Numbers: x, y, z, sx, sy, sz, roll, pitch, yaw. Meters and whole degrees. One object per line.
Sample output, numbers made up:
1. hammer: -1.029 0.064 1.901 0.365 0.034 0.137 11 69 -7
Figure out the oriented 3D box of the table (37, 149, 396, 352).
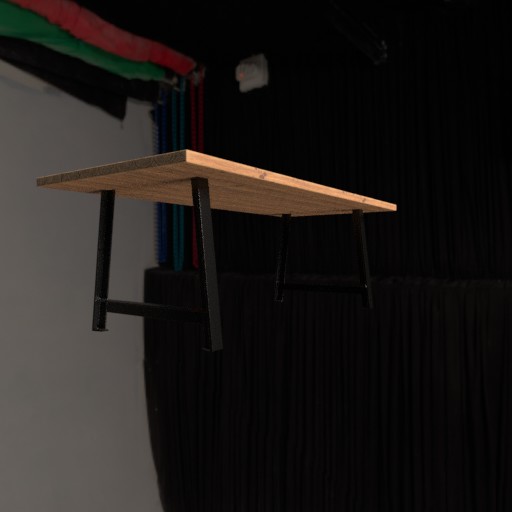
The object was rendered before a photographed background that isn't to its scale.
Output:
1. table: 0.000 0.000 2.719 1.000 0.757 2.200 0 1 36
